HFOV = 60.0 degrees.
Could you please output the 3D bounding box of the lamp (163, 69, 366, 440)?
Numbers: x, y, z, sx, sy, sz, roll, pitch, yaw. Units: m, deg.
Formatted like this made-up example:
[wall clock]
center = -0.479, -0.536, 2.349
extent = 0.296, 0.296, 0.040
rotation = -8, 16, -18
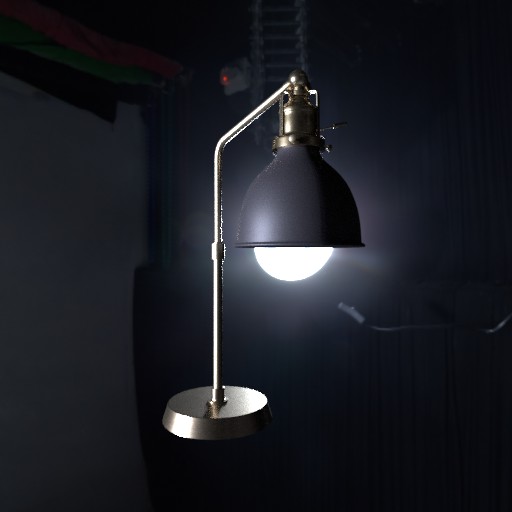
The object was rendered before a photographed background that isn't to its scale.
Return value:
[lamp]
center = 0.000, 0.000, 0.584
extent = 0.291, 0.456, 0.160
rotation = 0, 0, 38
